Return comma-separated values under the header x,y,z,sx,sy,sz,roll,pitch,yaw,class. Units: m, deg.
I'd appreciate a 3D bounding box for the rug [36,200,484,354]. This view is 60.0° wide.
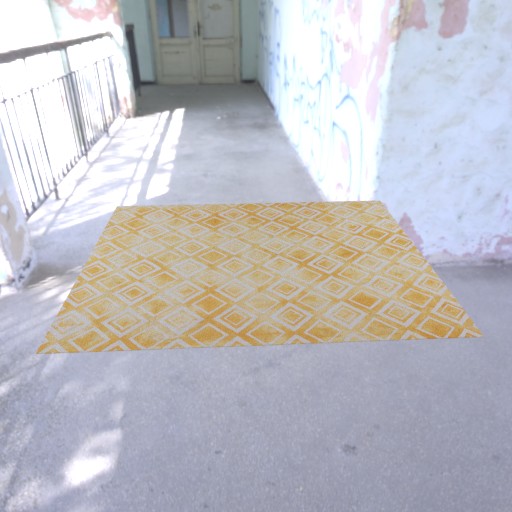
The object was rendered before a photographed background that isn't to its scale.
x,y,z,sx,sy,sz,roll,pitch,yaw,class
0.000,0.000,4.045,3.037,0.011,2.433,-2,30,-3,rug
